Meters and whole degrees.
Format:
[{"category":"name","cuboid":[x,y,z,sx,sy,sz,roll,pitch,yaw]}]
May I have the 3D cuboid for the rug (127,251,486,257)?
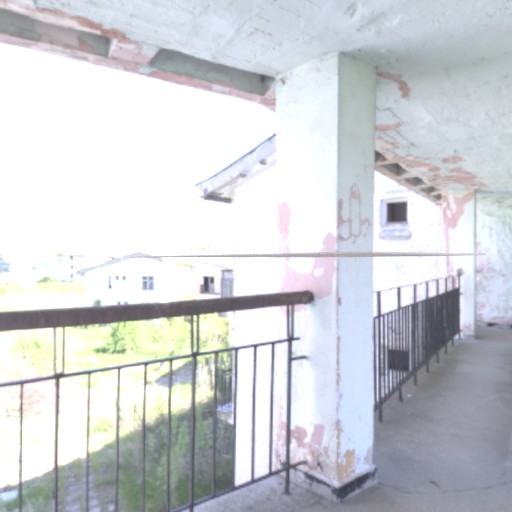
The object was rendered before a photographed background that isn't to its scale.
[{"category":"rug","cuboid":[0.000,0.000,2.731,0.770,0.016,2.442,0,-1,-36]}]
